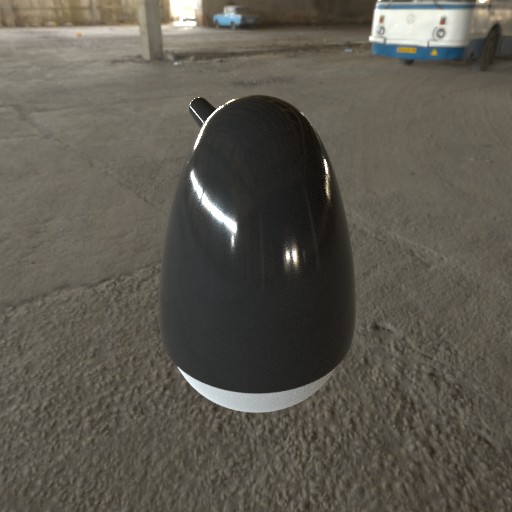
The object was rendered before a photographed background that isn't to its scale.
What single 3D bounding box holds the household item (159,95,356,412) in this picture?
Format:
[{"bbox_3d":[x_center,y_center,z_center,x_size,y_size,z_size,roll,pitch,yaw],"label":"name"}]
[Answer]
[{"bbox_3d":[0.000,0.000,0.219,0.102,0.152,0.104,-20,35,-31],"label":"household item"}]
